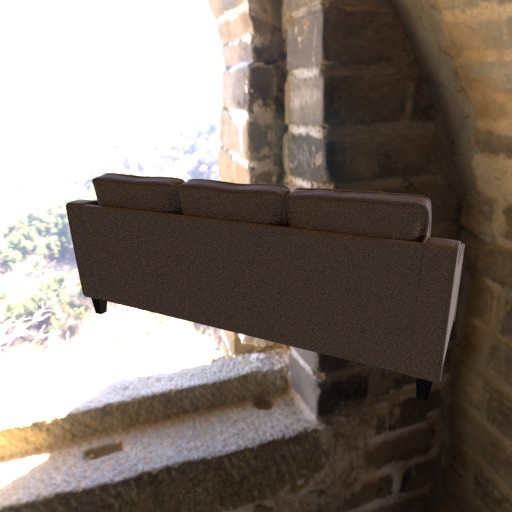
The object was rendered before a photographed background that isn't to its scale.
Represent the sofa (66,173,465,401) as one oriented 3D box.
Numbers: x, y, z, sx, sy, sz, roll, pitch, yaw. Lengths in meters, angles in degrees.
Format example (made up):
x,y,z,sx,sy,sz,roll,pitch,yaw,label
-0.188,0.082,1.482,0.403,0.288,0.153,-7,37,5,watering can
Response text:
x,y,z,sx,sy,sz,roll,pitch,yaw,label
0.000,0.000,2.552,2.131,0.902,0.791,9,19,26,sofa
